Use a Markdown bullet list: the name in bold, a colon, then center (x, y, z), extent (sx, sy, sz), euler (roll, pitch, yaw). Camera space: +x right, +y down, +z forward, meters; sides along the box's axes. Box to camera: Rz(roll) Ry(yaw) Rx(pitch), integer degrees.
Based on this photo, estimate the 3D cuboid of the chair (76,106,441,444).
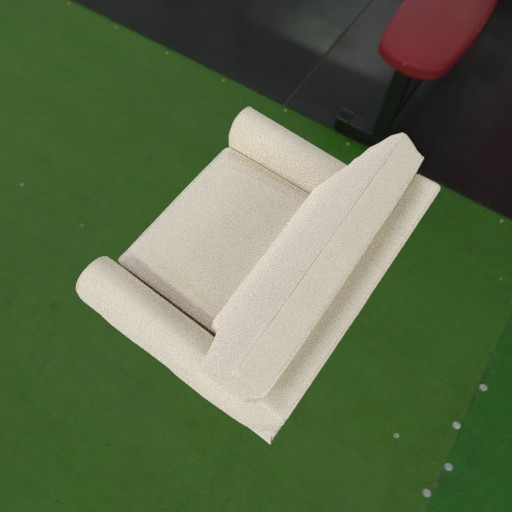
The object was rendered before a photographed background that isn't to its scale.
- **chair**: center (0.000, 0.000, 1.767), extent (0.904, 0.958, 1.099), euler (34, 69, 15)
